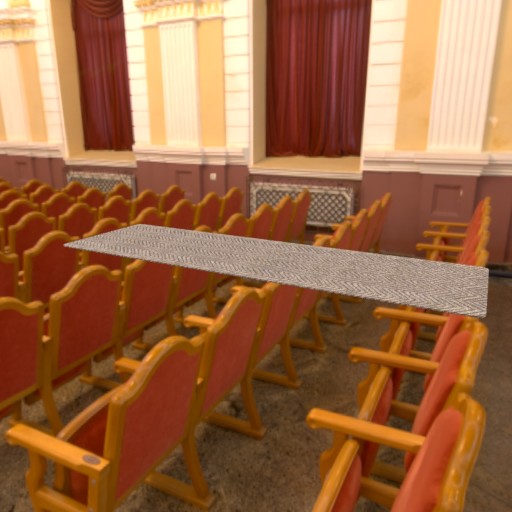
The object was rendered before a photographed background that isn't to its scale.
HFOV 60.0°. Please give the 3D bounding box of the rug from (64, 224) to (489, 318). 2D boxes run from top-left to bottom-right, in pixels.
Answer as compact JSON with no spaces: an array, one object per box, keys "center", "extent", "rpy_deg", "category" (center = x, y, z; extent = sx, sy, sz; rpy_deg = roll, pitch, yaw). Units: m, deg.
[{"center":[0.000,0.000,2.448],"extent":[2.286,0.008,0.686],"rpy_deg":[8,18,26],"category":"rug"}]
